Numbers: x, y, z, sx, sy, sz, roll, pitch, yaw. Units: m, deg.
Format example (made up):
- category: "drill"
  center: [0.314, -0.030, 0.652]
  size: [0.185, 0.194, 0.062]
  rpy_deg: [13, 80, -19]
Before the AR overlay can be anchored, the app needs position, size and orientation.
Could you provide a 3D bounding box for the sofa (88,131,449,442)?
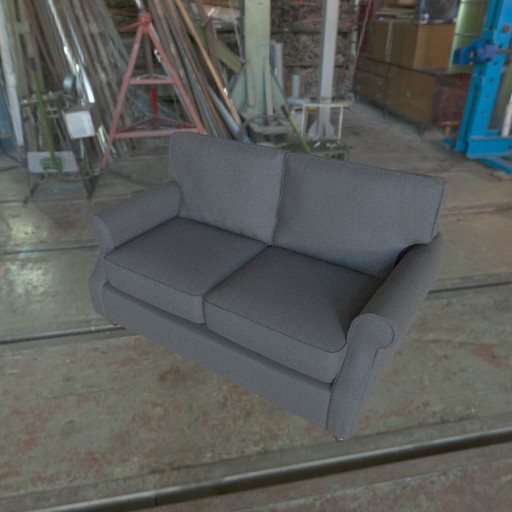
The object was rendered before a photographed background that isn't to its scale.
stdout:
- category: "sofa"
  center: [0.000, 0.000, 2.224]
  size: [1.665, 0.937, 0.964]
  rpy_deg: [18, 35, 29]
